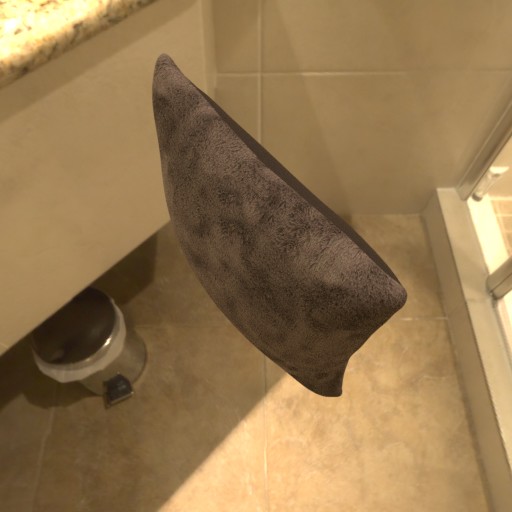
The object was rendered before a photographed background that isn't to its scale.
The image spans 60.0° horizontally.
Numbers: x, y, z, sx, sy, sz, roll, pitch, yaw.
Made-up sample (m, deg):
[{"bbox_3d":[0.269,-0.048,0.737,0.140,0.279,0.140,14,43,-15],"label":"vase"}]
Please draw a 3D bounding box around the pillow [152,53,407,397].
[{"bbox_3d":[0.000,0.000,0.794,0.204,0.520,0.522,-35,67,-17],"label":"pillow"}]
